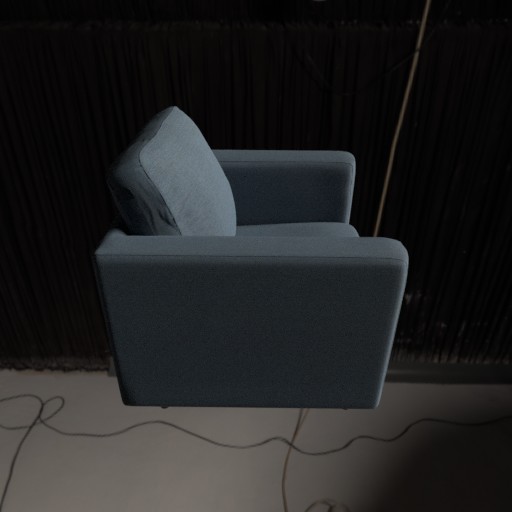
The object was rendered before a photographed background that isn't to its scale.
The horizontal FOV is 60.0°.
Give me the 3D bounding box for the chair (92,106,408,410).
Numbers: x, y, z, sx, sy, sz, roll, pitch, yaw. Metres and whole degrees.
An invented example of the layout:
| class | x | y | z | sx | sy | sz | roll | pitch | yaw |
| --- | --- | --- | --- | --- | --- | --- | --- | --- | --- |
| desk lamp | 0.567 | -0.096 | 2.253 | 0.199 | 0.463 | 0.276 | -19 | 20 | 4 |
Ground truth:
| class | x | y | z | sx | sy | sz | roll | pitch | yaw |
| --- | --- | --- | --- | --- | --- | --- | --- | --- | --- |
| chair | 0.000 | 0.000 | 1.554 | 0.820 | 0.922 | 0.855 | 0 | 31 | 0 |
